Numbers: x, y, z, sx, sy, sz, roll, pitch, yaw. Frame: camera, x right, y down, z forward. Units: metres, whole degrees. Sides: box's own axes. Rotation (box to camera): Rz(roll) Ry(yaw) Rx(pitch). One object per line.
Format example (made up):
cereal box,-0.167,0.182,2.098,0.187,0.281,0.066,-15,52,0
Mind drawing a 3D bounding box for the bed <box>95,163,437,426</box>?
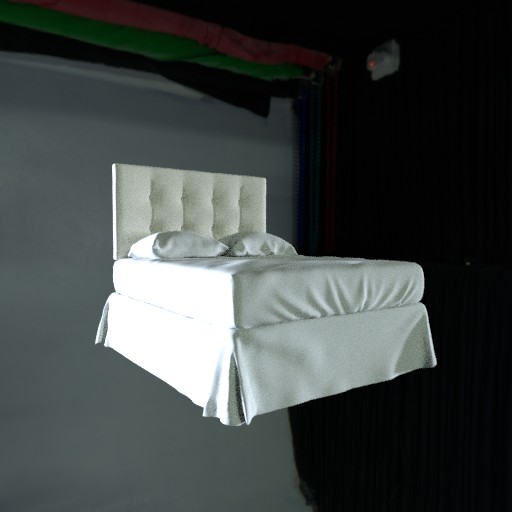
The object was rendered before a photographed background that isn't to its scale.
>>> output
bed,0.000,0.000,3.529,1.936,1.577,2.222,-2,3,-35
